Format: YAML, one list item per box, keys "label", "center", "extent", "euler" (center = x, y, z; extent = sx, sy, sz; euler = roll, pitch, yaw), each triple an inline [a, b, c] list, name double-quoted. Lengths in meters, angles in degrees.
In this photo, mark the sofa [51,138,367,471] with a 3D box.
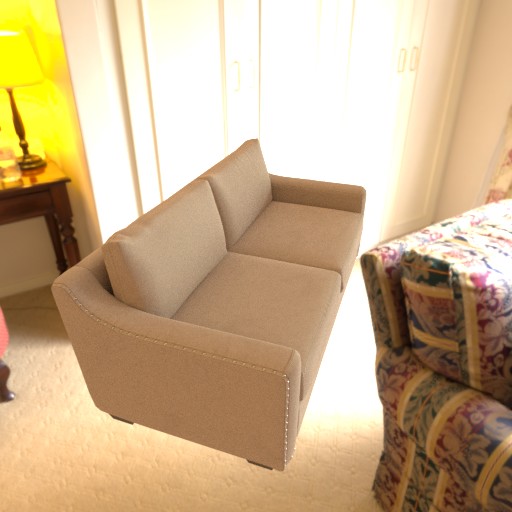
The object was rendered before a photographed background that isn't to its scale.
- label: "sofa"
  center: [0.000, 0.000, 2.543]
  extent: [1.030, 0.901, 1.967]
  euler: [10, 31, 17]
